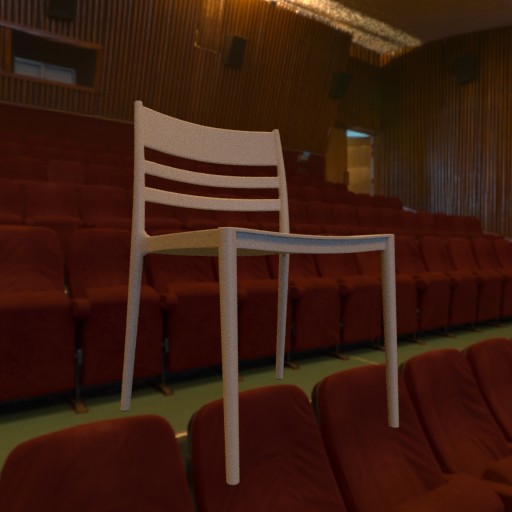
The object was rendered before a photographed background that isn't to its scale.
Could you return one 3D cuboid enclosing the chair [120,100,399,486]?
[{"bbox_3d":[0.000,0.000,1.109,0.531,0.800,0.511,0,0,-35],"label":"chair"}]
